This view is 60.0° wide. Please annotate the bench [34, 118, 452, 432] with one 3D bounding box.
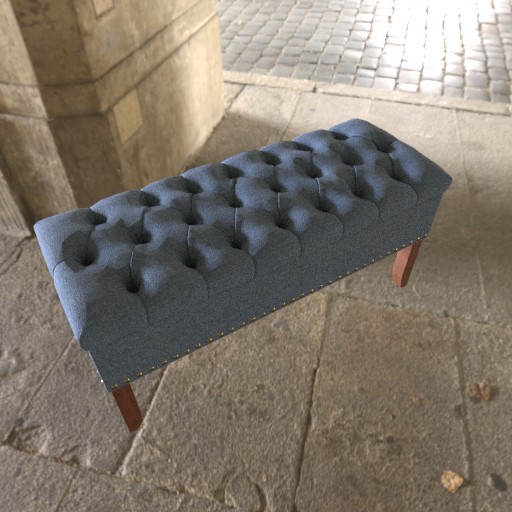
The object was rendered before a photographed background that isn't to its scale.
[{"bbox_3d":[0.000,0.000,1.311,1.052,0.492,0.417,-23,49,-22],"label":"bench"}]
